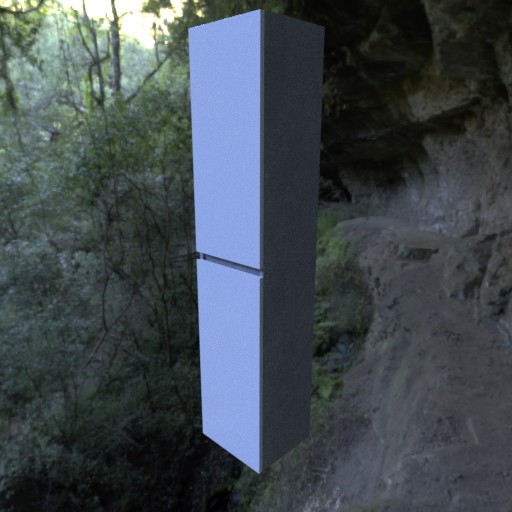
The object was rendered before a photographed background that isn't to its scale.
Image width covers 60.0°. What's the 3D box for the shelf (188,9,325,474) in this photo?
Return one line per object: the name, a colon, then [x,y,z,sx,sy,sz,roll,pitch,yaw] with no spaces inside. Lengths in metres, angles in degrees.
shelf: [0.000,0.000,1.494,0.300,1.400,0.270,15,21,43]
